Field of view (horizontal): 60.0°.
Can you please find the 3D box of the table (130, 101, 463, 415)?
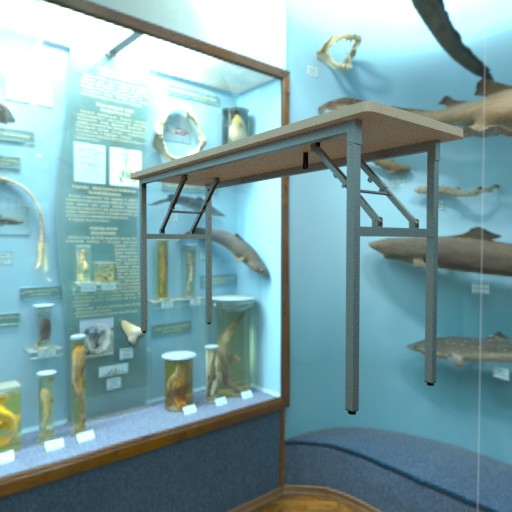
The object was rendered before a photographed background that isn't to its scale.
[{"bbox_3d":[0.000,0.000,1.697,0.446,0.750,1.397,-1,2,-38],"label":"table"}]
